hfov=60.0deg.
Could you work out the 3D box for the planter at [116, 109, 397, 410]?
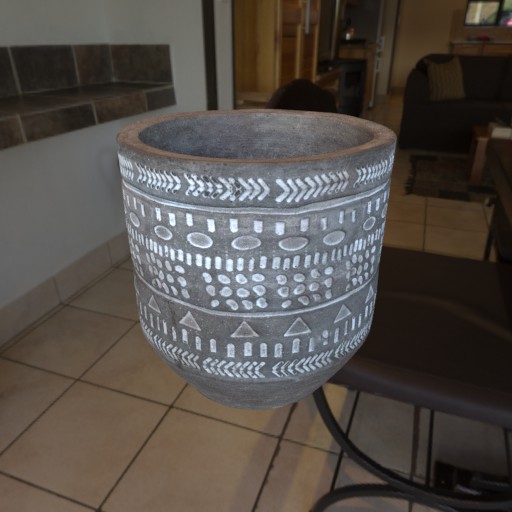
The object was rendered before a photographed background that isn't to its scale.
[{"bbox_3d":[0.000,0.000,0.263,0.142,0.149,0.142,0,26,0],"label":"planter"}]
